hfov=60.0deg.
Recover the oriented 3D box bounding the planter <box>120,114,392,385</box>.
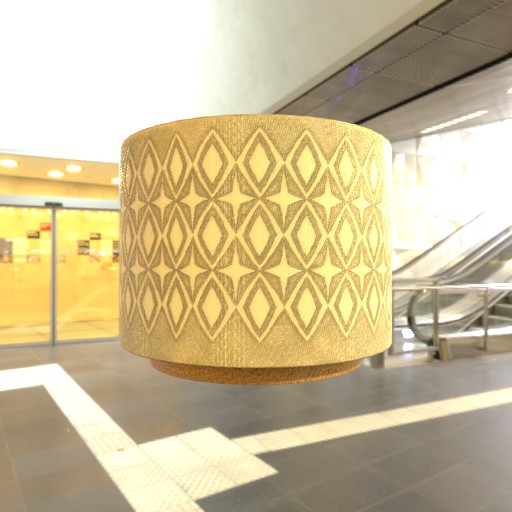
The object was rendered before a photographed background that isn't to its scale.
[{"bbox_3d":[0.000,0.000,0.318,0.186,0.144,0.186,0,0,0],"label":"planter"}]
